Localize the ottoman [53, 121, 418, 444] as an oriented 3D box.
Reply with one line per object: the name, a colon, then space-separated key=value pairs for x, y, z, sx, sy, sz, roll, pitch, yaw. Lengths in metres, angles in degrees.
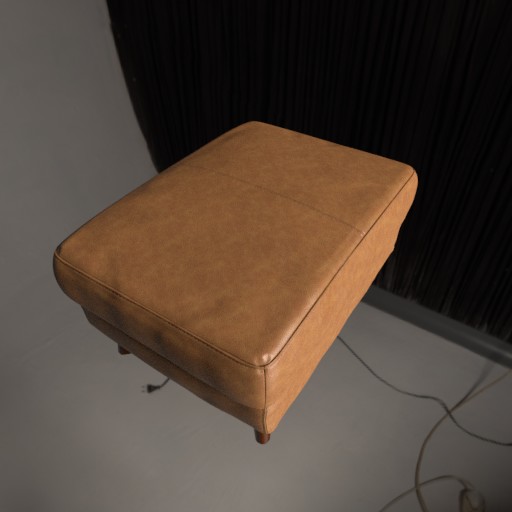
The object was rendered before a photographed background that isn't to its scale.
ottoman: x=0.000 y=0.000 z=1.255 sx=0.630 sy=0.461 sz=0.869 roll=24 pitch=47 yaw=24
